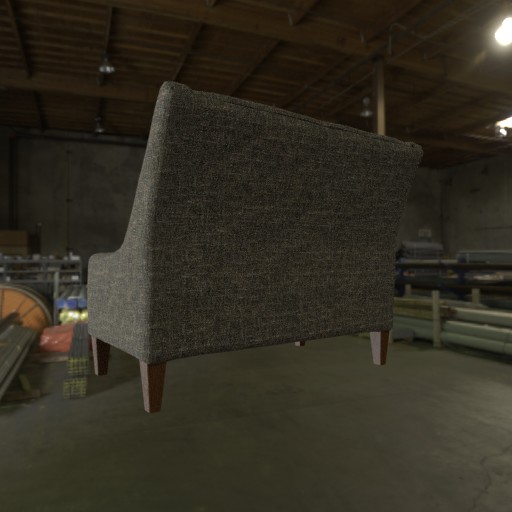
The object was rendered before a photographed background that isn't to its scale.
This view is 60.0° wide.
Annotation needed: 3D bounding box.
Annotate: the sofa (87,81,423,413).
[{"bbox_3d":[0.000,0.000,1.953,1.242,1.021,0.870,0,-1,-35],"label":"sofa"}]
